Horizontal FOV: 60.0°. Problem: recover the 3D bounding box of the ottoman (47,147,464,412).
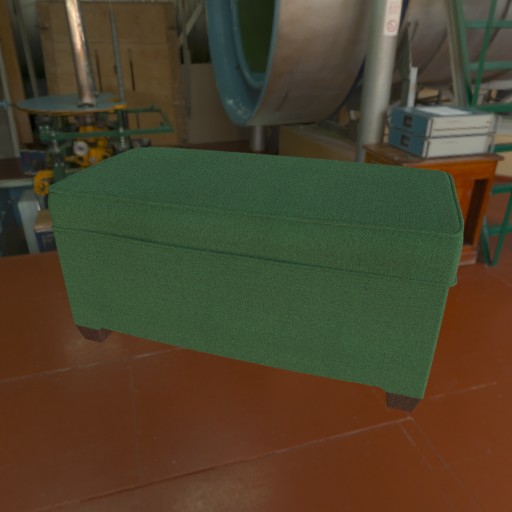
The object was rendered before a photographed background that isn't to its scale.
[{"bbox_3d":[0.000,0.000,1.208,0.957,0.471,0.483,8,28,16],"label":"ottoman"}]
